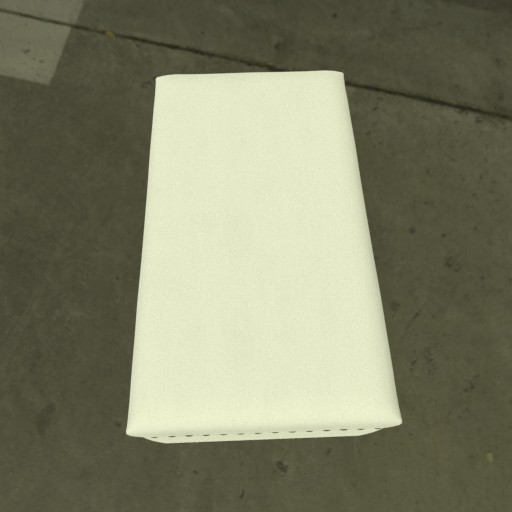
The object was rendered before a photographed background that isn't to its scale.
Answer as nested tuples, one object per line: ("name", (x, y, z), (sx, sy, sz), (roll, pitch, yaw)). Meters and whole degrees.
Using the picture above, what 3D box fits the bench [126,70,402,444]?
("bench", (0.000, 0.000, 1.160), (0.500, 0.449, 0.887), (-2, 64, -1))
